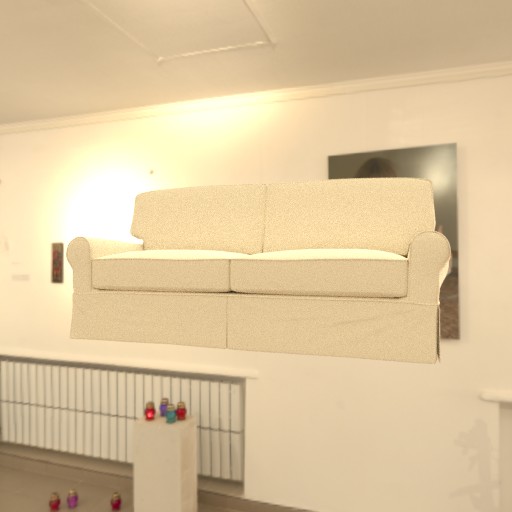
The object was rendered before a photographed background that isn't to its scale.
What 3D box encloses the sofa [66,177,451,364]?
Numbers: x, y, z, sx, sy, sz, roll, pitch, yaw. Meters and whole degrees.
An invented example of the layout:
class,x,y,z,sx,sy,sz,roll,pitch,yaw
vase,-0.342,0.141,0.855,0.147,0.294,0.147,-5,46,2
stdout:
class,x,y,z,sx,sy,sz,roll,pitch,yaw
sofa,0.000,0.000,2.580,2.021,0.937,0.862,0,0,18
